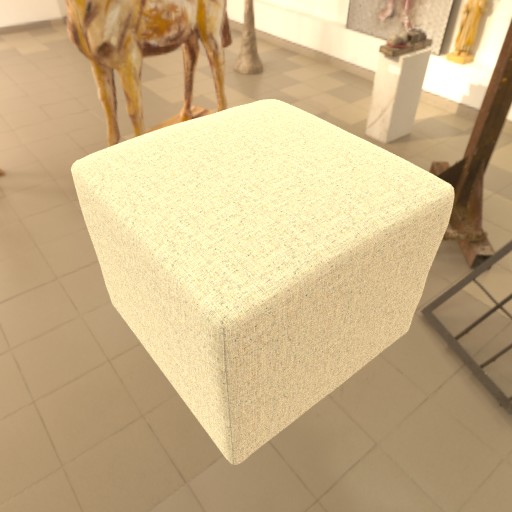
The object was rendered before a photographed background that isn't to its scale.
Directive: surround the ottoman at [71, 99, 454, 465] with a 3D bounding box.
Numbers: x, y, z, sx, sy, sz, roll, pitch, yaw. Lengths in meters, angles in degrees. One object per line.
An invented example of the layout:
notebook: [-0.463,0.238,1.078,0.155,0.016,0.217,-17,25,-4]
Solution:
ottoman: [0.000,0.000,0.925,0.512,0.453,0.521,-28,49,-28]
